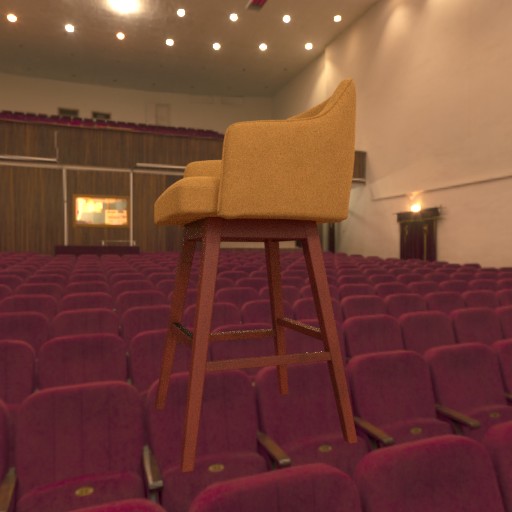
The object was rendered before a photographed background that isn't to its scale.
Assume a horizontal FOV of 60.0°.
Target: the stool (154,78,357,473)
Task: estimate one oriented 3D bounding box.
[{"bbox_3d":[0.000,0.000,1.348,0.558,1.012,0.548,0,0,-21],"label":"stool"}]
